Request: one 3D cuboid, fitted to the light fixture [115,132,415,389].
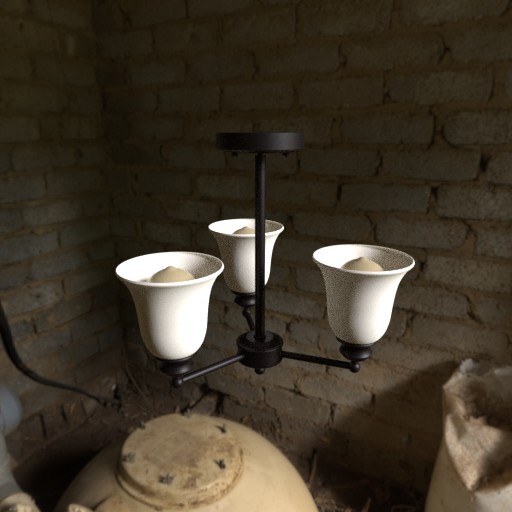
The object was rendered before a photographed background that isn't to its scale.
[{"bbox_3d":[0.000,0.000,0.689,0.388,0.370,0.354,-3,16,-9],"label":"light fixture"}]
